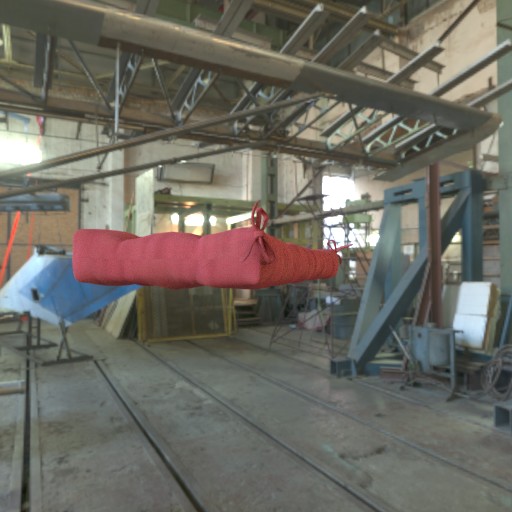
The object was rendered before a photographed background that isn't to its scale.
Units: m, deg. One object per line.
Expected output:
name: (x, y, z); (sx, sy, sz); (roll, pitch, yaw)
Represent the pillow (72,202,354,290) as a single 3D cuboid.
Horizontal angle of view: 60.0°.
pillow: (0.000, 0.000, 1.405); (0.511, 0.174, 1.194); (-1, -2, 18)
